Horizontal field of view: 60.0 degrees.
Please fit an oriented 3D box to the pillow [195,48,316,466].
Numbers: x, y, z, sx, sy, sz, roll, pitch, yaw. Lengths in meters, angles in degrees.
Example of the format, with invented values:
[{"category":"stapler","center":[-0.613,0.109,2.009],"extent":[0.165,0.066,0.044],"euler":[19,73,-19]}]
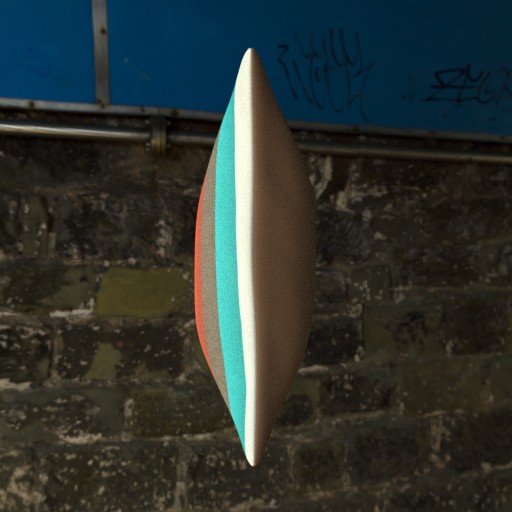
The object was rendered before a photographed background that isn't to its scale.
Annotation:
[{"category":"pillow","center":[0.000,0.000,0.691],"extent":[0.168,0.443,0.453],"euler":[0,1,1]}]
